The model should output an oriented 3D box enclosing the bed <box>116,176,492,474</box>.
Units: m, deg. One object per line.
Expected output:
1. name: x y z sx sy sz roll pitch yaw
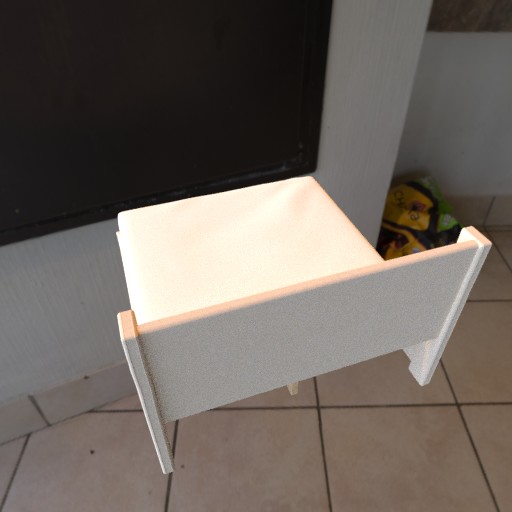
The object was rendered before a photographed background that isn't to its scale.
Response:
1. bed: 0.000 0.000 3.619 2.145 1.471 2.293 -13 43 -14
